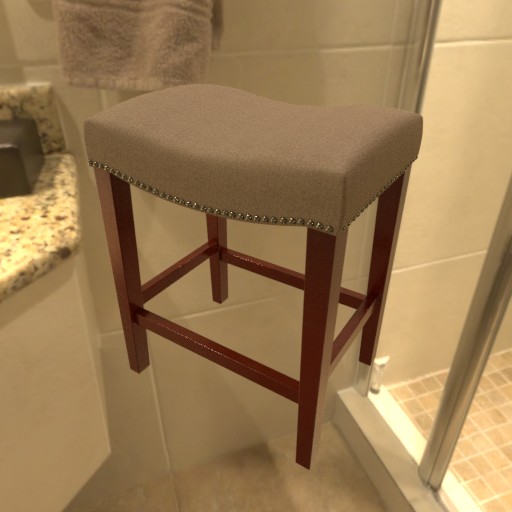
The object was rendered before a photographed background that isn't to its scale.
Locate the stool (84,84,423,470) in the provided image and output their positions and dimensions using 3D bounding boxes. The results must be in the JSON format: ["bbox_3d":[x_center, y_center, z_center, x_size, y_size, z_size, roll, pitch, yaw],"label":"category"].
[{"bbox_3d":[0.000,0.000,0.941,0.509,0.632,0.375,19,36,28],"label":"stool"}]
